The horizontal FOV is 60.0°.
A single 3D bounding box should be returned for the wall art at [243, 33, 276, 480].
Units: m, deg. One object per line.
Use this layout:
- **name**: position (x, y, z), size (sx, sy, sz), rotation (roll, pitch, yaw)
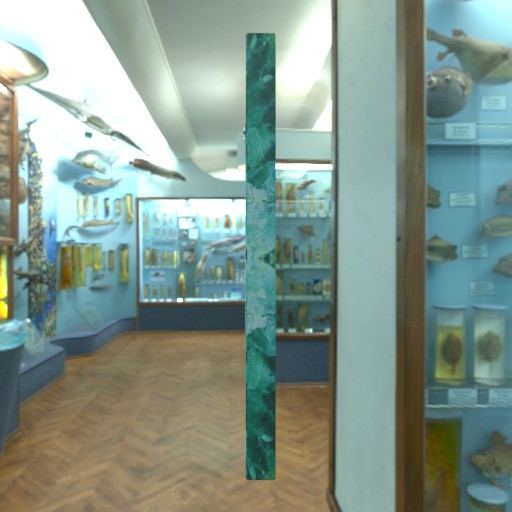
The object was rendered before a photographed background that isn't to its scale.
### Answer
- **wall art**: position (0.000, 0.000, 0.752), size (0.038, 0.508, 0.507), rotation (0, 0, -1)
